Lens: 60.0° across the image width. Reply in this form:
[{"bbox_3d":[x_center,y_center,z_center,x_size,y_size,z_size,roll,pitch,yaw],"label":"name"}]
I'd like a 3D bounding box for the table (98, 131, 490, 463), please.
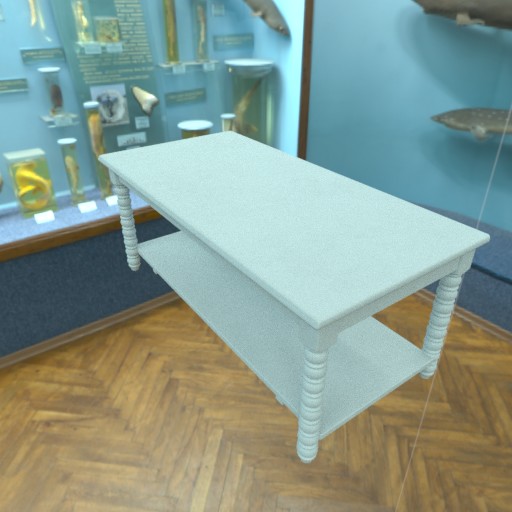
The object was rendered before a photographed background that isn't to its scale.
[{"bbox_3d":[0.000,0.000,1.464,0.580,0.487,1.171,-20,36,-30],"label":"table"}]
